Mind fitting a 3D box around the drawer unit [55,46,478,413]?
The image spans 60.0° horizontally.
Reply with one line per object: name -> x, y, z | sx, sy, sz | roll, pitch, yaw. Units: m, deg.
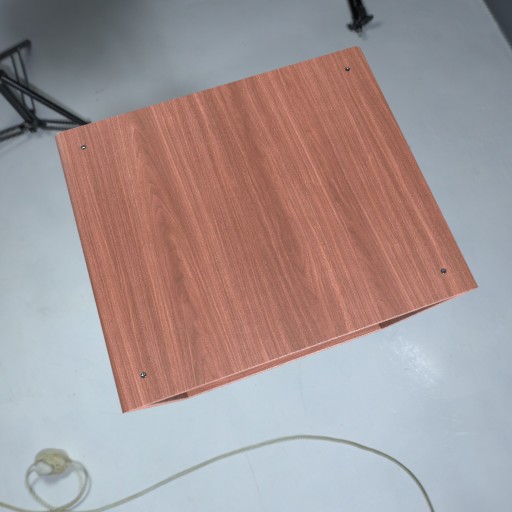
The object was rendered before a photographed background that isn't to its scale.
drawer unit -> 0.000, 0.000, 0.607 | 0.349, 0.351, 0.290 | -18, 75, -5
